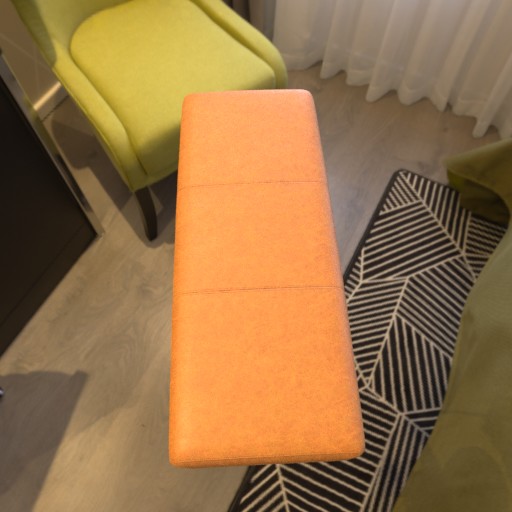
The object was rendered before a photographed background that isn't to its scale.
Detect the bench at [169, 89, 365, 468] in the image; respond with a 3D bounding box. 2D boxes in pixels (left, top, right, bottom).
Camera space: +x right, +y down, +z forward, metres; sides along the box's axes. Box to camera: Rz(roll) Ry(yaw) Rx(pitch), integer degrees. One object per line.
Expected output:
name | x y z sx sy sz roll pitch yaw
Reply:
bench | 0.000 0.000 1.885 0.653 0.399 1.610 -2 62 -1
